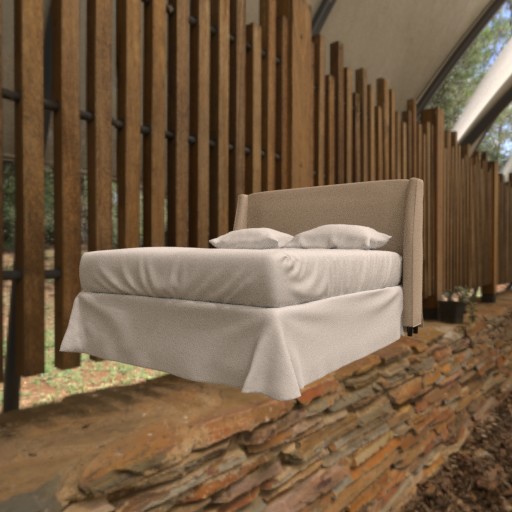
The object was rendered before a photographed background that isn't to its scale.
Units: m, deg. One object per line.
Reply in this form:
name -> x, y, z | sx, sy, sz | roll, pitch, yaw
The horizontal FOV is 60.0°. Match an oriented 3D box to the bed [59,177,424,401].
bed -> 0.000, 0.000, 3.425 | 1.925, 1.332, 2.276 | 0, 1, 36
